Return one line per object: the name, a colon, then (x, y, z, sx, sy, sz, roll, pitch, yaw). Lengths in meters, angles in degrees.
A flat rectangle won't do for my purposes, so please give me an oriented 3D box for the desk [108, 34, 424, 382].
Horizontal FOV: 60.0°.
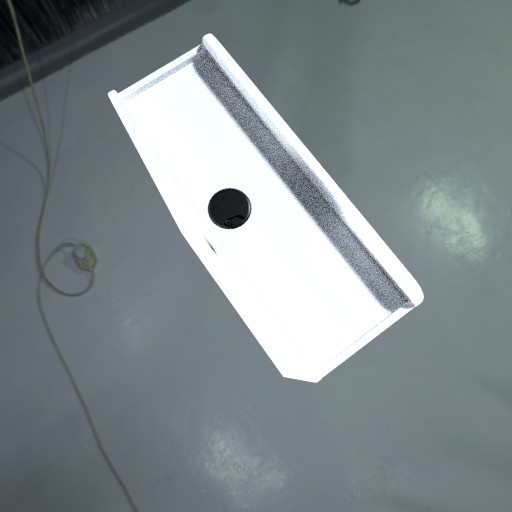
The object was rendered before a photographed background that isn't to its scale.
desk: (0.000, 0.000, 1.509, 0.278, 1.190, 0.795, -35, 78, -8)
